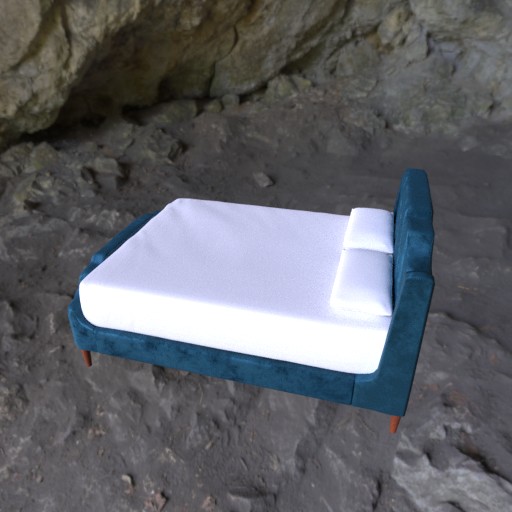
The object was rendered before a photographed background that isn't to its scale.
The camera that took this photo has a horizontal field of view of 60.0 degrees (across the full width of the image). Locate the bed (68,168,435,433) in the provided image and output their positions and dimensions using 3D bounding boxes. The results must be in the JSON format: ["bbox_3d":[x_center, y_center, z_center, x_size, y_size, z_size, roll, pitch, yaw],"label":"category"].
[{"bbox_3d":[0.000,0.000,3.388,2.322,1.338,1.678,8,30,14],"label":"bed"}]
